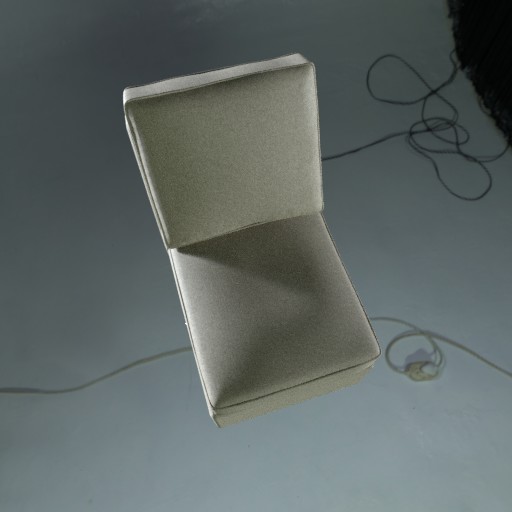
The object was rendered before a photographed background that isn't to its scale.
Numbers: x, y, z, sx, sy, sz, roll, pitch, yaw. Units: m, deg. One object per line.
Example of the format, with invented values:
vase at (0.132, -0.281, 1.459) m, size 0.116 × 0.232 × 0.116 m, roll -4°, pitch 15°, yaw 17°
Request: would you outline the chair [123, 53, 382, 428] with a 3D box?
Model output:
chair at (0.000, 0.000, 1.691) m, size 0.674 × 1.058 × 1.020 m, roll -15°, pitch 63°, yaw -8°
